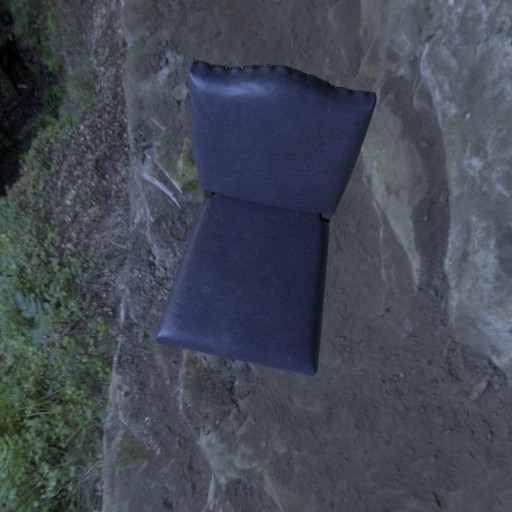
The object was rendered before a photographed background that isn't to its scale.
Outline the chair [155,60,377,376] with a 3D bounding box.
[{"bbox_3d":[0.000,0.000,1.366,0.500,0.991,0.633,11,76,3],"label":"chair"}]
